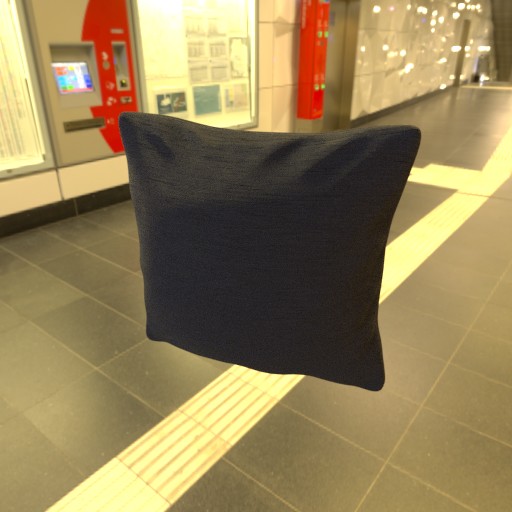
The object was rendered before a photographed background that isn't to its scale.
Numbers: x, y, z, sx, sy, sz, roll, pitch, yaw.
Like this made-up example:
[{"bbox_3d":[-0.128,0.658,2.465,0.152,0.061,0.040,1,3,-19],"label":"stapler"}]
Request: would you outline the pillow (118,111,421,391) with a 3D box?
[{"bbox_3d":[0.000,0.000,0.685,0.432,0.414,0.246,8,27,17],"label":"pillow"}]
